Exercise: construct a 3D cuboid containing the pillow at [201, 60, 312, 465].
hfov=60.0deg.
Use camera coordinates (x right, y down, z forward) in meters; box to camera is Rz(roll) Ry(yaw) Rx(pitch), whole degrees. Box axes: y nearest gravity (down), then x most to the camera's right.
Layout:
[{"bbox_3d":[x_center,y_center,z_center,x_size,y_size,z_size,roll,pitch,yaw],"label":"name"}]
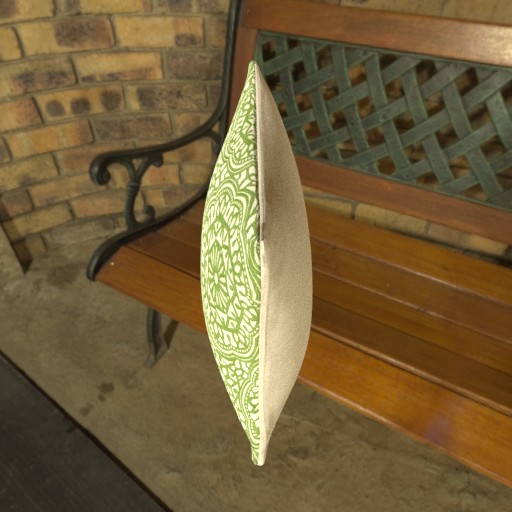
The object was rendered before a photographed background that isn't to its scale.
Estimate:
[{"bbox_3d":[0.000,0.000,0.655,0.162,0.419,0.440,-1,42,-1],"label":"pillow"}]
